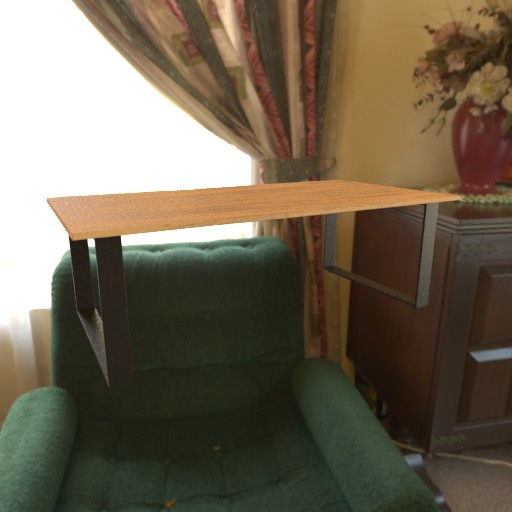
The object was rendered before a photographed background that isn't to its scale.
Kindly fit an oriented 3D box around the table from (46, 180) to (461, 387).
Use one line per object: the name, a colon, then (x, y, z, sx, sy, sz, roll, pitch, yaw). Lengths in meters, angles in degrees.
table: (0.000, 0.000, 1.658, 1.331, 0.445, 0.693, -8, 17, -28)
